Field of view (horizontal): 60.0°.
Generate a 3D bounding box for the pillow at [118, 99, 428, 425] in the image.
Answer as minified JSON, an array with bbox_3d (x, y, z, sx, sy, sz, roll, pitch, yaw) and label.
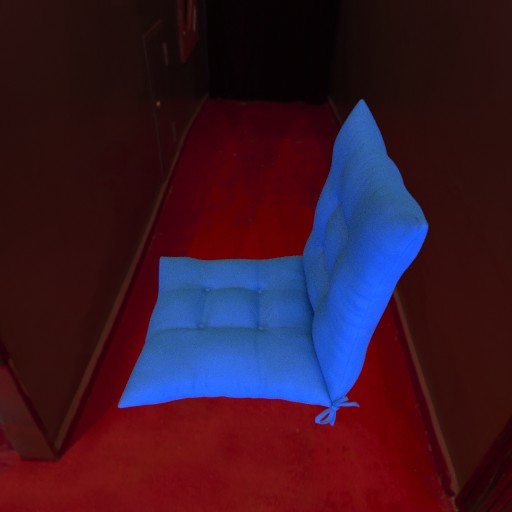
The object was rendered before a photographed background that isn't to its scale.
[{"bbox_3d":[0.000,0.000,1.000,0.585,0.536,0.541,0,40,0],"label":"pillow"}]
